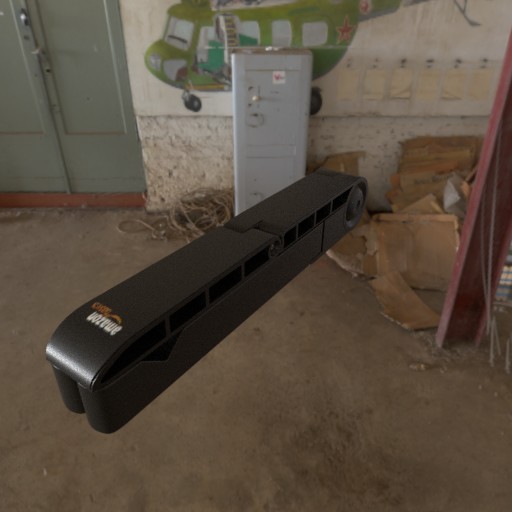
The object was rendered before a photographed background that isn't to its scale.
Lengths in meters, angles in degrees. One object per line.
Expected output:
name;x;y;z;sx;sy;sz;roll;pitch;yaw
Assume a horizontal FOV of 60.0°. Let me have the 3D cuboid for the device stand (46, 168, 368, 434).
device stand;0.000;0.000;0.188;0.026;0.030;0.179;20;36;30
